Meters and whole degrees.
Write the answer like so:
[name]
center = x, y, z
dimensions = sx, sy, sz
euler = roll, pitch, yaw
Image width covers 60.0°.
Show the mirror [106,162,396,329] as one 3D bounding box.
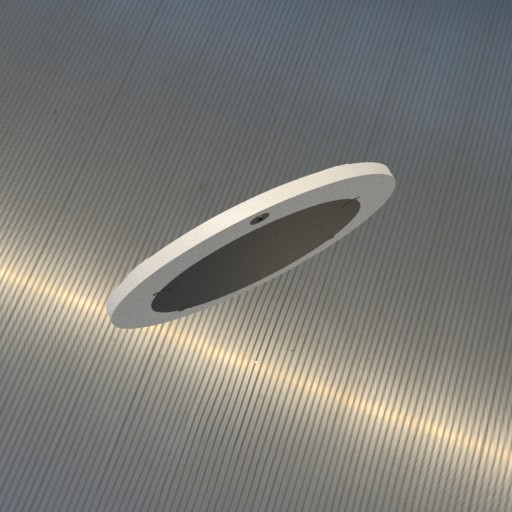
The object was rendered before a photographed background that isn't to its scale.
[mirror]
center = 0.000, 0.000, 1.354
dimensions = 0.914, 0.914, 0.038
euler = -26, 78, -6
